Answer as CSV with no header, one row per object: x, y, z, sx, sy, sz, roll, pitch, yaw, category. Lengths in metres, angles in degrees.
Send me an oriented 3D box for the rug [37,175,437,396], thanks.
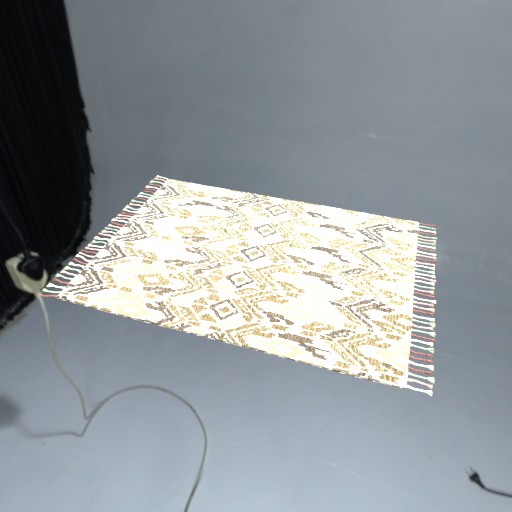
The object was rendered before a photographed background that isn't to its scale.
0.000,0.000,2.355,1.829,0.008,1.219,12,41,14,rug
